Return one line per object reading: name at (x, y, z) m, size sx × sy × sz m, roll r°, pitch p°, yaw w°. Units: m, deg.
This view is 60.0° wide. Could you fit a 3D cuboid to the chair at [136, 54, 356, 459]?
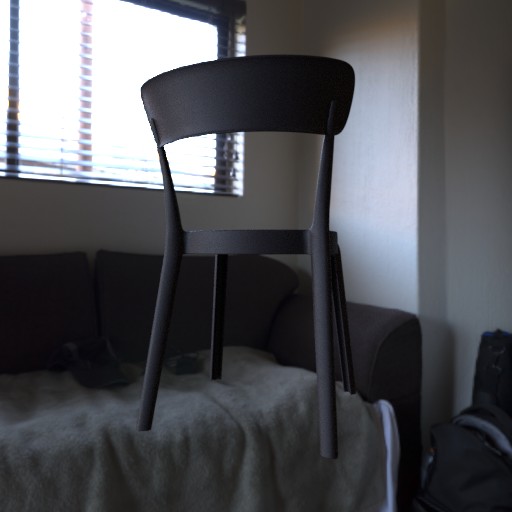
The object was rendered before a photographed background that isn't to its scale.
chair at (0.000, 0.000, 1.109) m, size 0.506 × 0.790 × 0.491 m, roll 0°, pitch 1°, yaw 18°
